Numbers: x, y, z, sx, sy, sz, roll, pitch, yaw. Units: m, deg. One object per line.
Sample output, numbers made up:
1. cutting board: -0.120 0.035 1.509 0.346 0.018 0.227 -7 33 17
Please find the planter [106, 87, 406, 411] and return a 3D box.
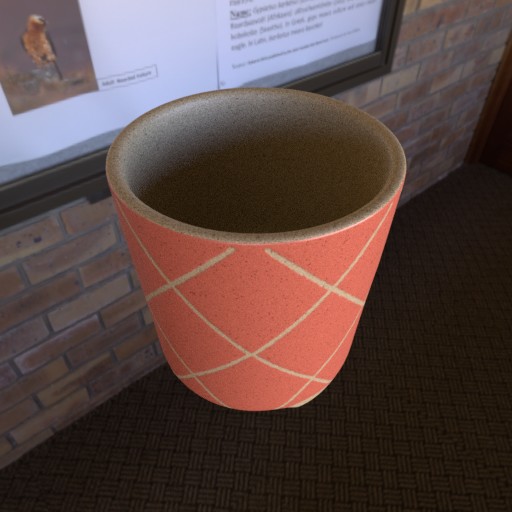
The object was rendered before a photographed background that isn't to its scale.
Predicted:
1. planter: 0.000 0.000 0.423 0.227 0.235 0.227 0 43 0
